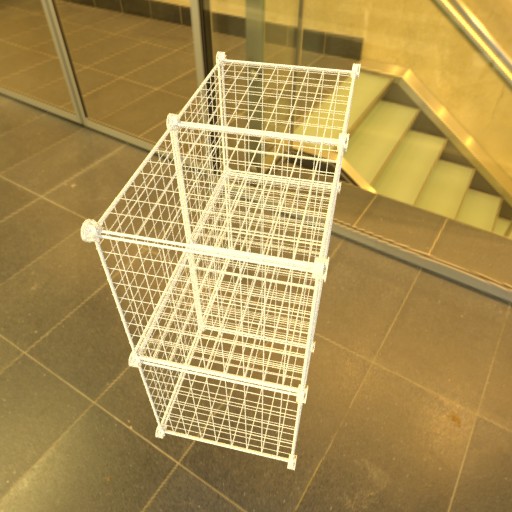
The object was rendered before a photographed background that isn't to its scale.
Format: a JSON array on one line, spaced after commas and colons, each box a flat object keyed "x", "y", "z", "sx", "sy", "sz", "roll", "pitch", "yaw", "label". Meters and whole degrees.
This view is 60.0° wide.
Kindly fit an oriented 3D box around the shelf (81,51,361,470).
[{"x": 0.000, "y": 0.000, "z": 1.100, "sx": 0.356, "sy": 0.711, "sz": 0.711, "roll": 9, "pitch": 45, "yaw": 9, "label": "shelf"}]
